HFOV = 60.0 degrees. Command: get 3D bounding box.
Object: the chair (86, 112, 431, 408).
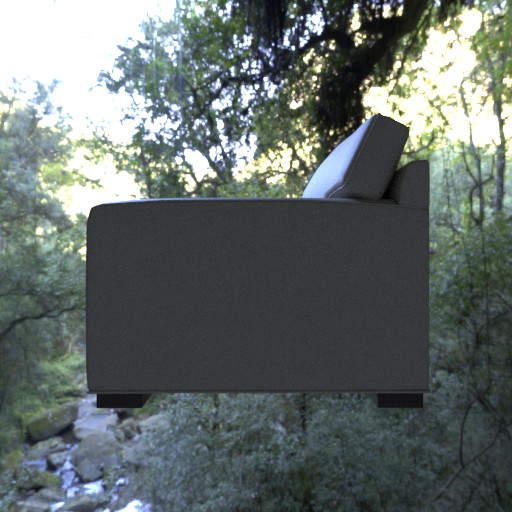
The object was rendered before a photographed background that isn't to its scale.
[{"bbox_3d":[0.000,0.000,1.810,1.043,0.913,0.998,0,0,0],"label":"chair"}]
